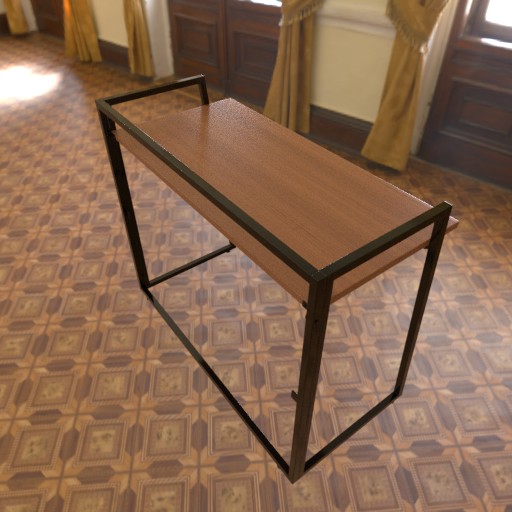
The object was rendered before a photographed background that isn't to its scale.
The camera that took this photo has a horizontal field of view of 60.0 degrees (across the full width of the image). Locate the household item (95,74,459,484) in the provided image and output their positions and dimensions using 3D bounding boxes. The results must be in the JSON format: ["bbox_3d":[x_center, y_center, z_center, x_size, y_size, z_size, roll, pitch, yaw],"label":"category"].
[{"bbox_3d":[0.000,0.000,1.497,0.510,0.860,1.050,-26,47,-27],"label":"household item"}]
